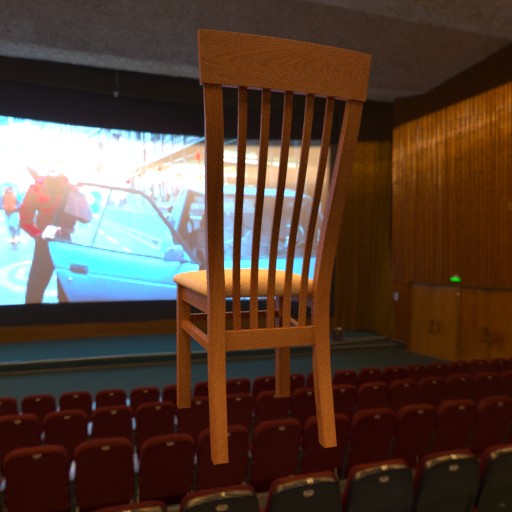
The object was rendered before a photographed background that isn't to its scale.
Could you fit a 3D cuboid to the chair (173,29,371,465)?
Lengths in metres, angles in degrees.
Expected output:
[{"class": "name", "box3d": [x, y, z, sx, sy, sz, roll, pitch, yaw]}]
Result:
[{"class": "chair", "box3d": [0.000, 0.000, 1.350, 0.450, 1.050, 0.580, 0, 1, -18]}]
